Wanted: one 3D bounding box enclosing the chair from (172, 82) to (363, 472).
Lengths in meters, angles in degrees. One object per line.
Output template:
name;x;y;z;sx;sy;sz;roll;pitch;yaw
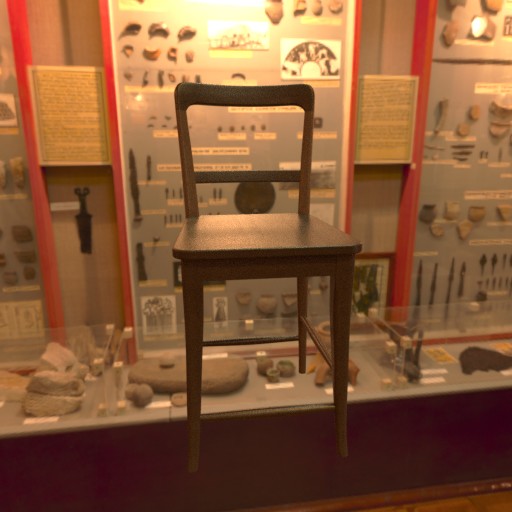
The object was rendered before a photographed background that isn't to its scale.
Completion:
chair;0.000;0.000;1.287;0.450;0.991;0.546;-2;15;-8
